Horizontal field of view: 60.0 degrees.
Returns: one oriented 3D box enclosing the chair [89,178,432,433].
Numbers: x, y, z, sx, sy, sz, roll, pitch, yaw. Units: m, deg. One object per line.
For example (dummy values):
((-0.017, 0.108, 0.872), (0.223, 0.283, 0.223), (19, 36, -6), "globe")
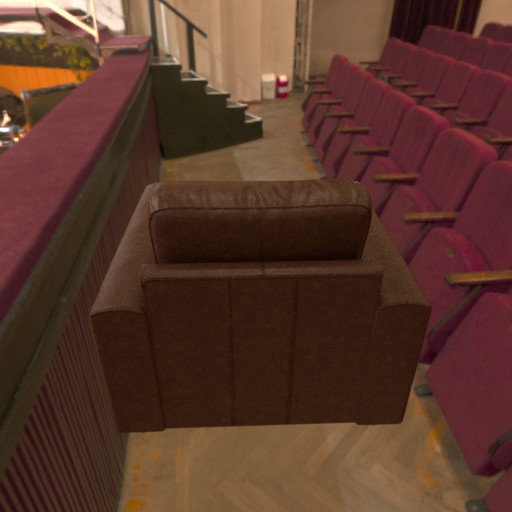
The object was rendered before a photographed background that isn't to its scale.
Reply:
((0.000, 0.000, 1.767), (1.005, 0.873, 1.016), (-1, 32, -2), "chair")
